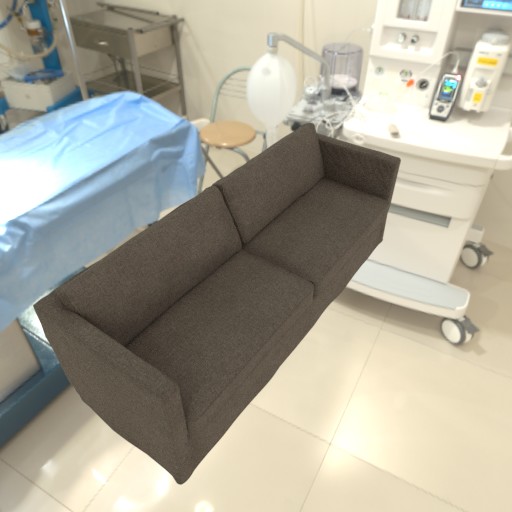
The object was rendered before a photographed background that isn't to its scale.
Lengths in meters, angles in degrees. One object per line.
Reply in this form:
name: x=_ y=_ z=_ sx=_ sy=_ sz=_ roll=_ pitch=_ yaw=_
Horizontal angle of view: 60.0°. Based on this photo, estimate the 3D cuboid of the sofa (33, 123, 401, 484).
sofa: x=0.000 y=0.000 z=3.229 sx=1.036 sy=0.998 sz=2.779 roll=25 pitch=47 yaw=26
